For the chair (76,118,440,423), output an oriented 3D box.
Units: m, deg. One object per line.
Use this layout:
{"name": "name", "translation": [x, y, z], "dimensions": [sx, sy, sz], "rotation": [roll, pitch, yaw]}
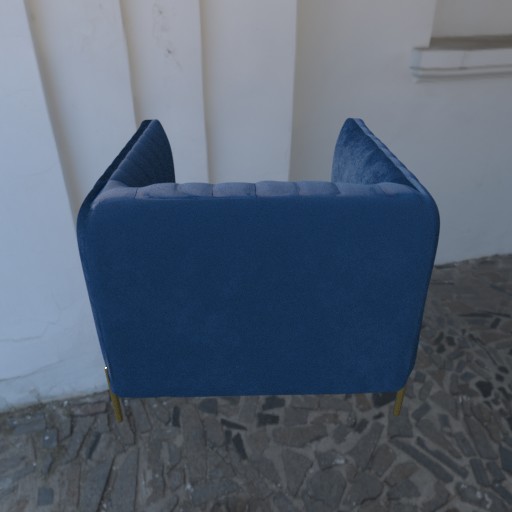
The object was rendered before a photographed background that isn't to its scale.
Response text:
{"name": "chair", "translation": [0.000, 0.000, 1.563], "dimensions": [0.947, 0.793, 0.877], "rotation": [-1, 30, -1]}
